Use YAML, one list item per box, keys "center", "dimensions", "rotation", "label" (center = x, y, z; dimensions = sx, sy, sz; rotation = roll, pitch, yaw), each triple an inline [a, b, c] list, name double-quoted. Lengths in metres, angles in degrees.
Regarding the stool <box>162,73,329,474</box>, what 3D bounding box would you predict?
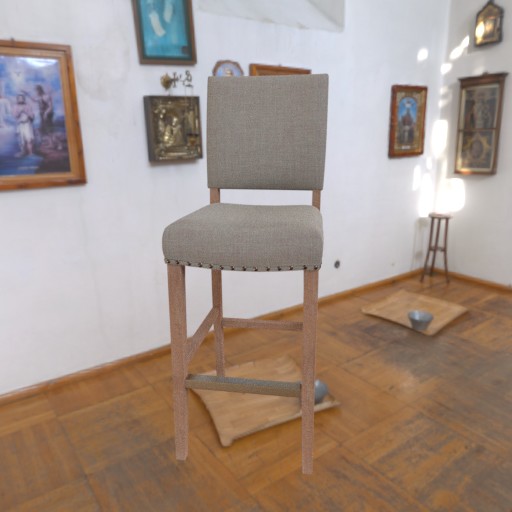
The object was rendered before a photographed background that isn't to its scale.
- center: [0.000, 0.000, 1.487]
  dimensions: [0.445, 1.203, 0.585]
  rotation: [2, 15, 9]
  label: "stool"
